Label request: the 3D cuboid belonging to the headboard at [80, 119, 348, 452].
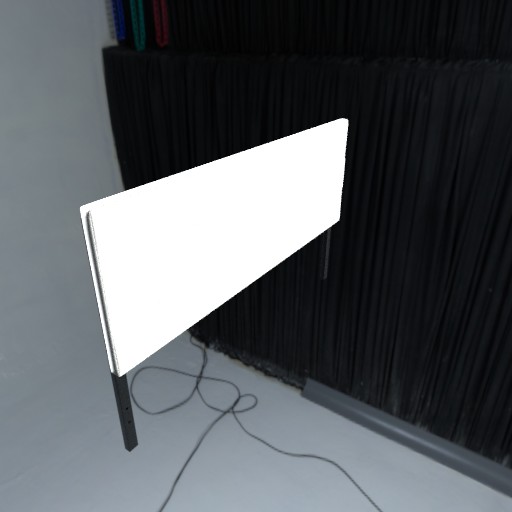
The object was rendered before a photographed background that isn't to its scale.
[{"bbox_3d":[0.000,0.000,2.890,0.120,1.410,2.362,18,32,31],"label":"headboard"}]
